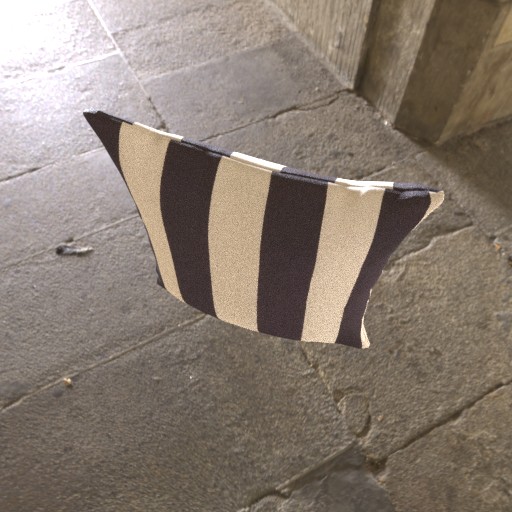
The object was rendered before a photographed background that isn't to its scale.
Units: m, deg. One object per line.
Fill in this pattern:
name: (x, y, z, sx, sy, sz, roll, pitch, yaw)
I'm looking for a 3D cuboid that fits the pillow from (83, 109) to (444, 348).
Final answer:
pillow: (0.000, 0.000, 0.823, 0.536, 0.526, 0.189, 15, 59, 9)
